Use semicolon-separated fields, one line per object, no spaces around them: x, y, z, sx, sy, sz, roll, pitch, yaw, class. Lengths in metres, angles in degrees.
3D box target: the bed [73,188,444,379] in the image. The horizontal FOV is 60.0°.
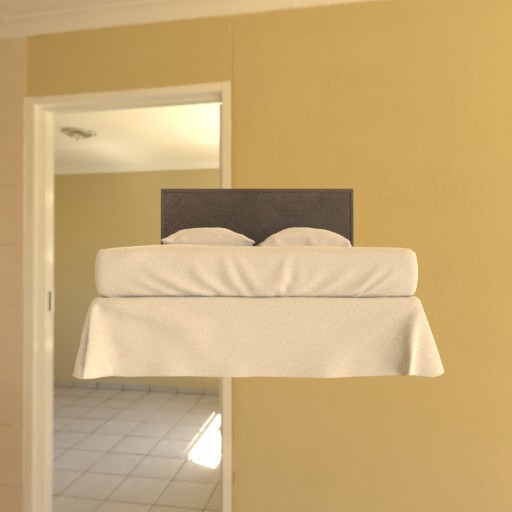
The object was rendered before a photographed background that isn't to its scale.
0.000;0.000;2.862;1.772;1.142;1.785;0;-1;0;bed
